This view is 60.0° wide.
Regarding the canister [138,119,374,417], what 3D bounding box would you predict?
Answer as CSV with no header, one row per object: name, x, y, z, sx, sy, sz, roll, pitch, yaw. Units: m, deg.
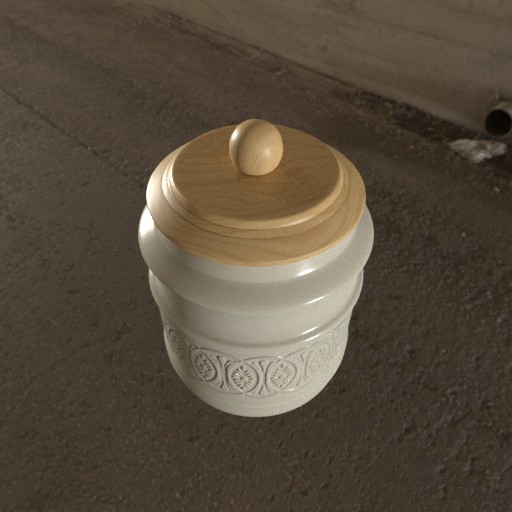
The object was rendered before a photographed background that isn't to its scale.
canister,0.000,0.000,0.269,0.130,0.176,0.130,0,46,0
